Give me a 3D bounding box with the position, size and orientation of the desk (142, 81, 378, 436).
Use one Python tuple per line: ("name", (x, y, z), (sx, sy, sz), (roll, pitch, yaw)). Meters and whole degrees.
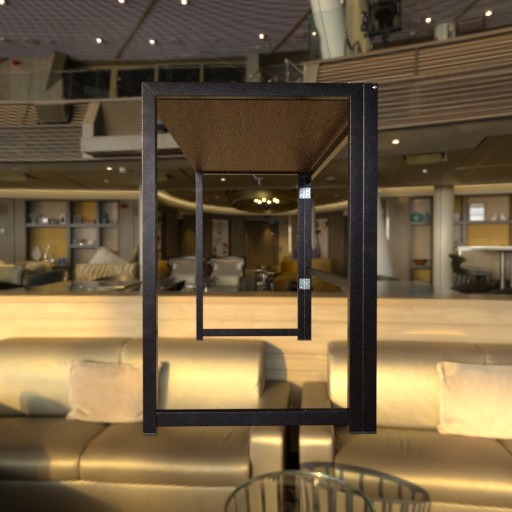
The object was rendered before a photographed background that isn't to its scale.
("desk", (0.000, 0.000, 1.462), (0.508, 0.762, 1.016), (0, 1, -1))
